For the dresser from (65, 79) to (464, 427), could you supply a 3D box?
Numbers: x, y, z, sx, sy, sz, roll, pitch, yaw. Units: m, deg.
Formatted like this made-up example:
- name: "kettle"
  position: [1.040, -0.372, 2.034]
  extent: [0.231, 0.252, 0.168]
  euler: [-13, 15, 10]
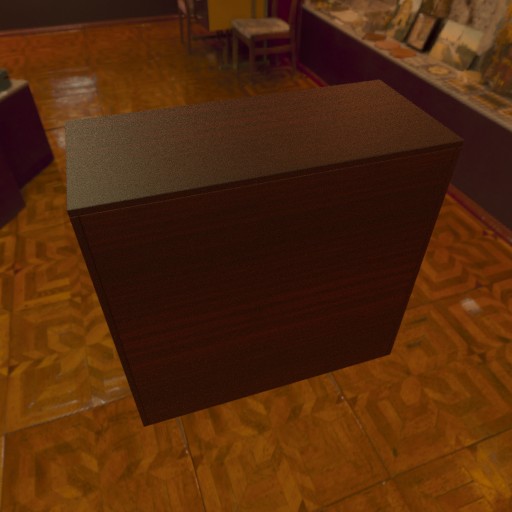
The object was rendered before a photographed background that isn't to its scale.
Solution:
- name: "dresser"
  position: [0.000, 0.000, 1.159]
  extent: [0.750, 0.720, 0.360]
  euler: [-12, 44, -13]
